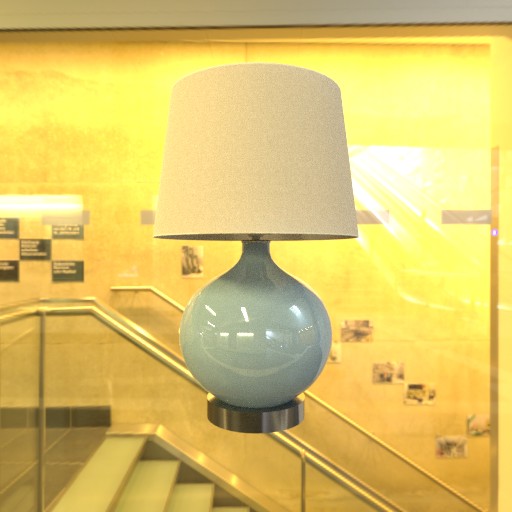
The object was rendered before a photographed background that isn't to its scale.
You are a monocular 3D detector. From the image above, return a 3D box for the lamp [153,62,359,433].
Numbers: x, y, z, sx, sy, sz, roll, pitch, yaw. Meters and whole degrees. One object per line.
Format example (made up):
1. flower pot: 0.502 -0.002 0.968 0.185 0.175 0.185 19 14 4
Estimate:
1. lamp: 0.000 0.000 0.543 0.247 0.387 0.247 0 0 0
